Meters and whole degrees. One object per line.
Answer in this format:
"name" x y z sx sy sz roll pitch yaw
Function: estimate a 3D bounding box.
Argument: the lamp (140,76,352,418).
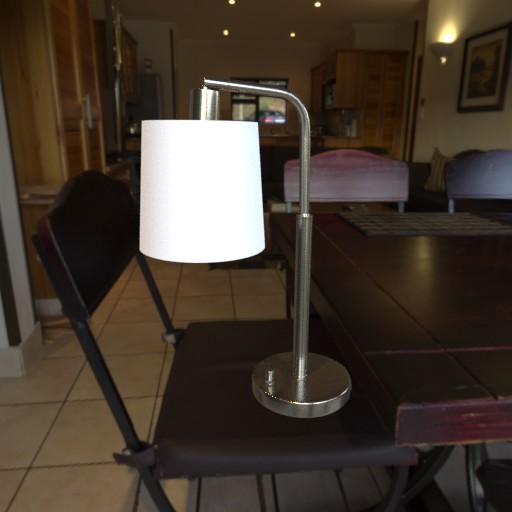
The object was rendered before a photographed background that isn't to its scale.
"lamp" 0.000 0.000 0.655 0.333 0.489 0.171 -7 17 -24
